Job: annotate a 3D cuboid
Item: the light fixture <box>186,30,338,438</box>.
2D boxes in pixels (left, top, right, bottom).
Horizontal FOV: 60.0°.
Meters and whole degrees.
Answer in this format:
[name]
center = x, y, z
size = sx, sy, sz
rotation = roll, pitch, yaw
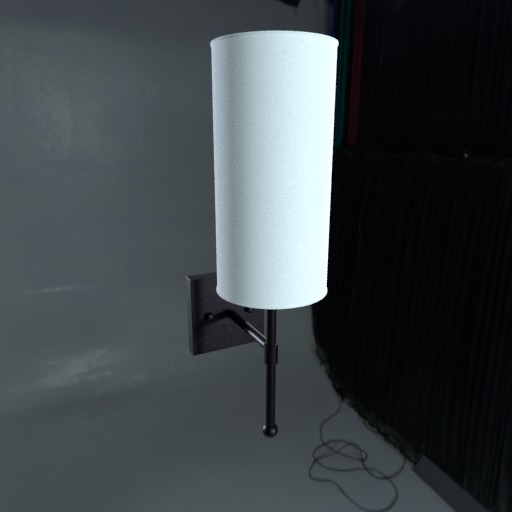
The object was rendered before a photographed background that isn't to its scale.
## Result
[light fixture]
center = 0.000, 0.000, 0.543
size = 0.128, 0.462, 0.208
rotation = -8, 17, -26
